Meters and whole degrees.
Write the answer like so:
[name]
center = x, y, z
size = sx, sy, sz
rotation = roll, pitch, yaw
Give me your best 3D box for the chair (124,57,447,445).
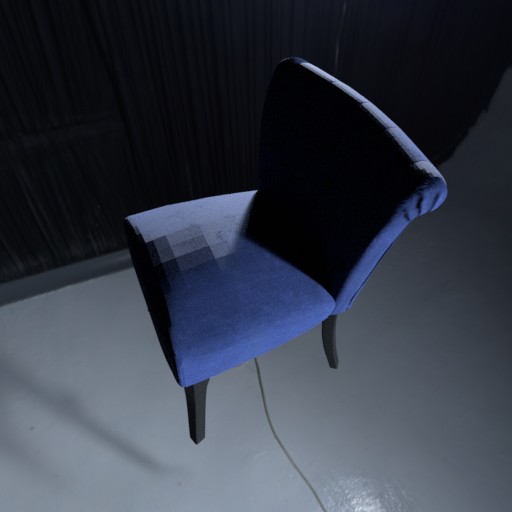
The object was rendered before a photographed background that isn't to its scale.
[chair]
center = 0.000, 0.000, 1.167
size = 0.606, 0.753, 0.585
rotation = -18, 50, -16
